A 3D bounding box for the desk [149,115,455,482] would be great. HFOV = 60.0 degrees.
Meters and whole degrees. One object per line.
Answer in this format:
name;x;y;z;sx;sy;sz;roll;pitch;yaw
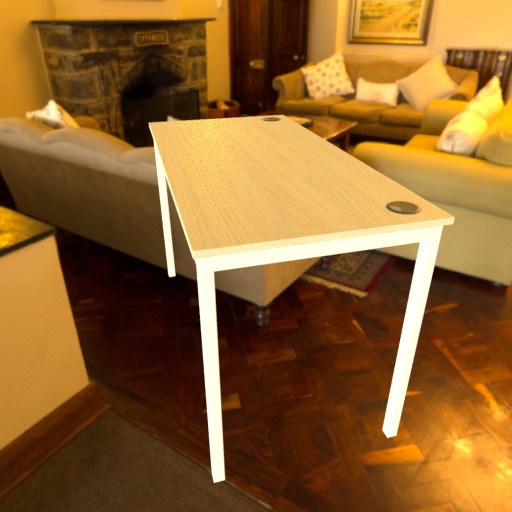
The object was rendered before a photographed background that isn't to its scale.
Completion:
desk;0.000;0.000;1.621;0.600;0.750;1.200;-8;30;-14
